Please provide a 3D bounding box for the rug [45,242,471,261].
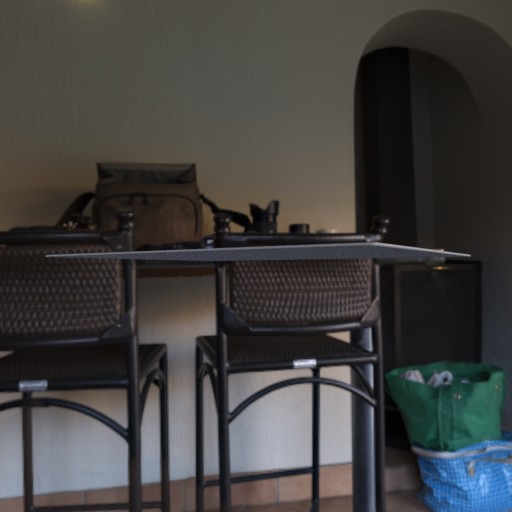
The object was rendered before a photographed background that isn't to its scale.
[{"bbox_3d":[0.000,0.000,2.696,2.115,0.013,1.517,-1,-2,37],"label":"rug"}]
